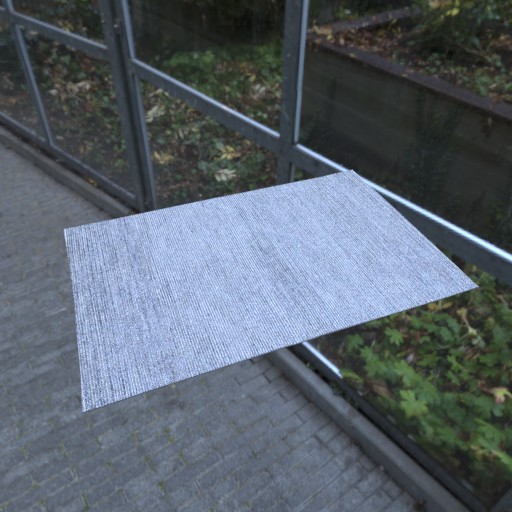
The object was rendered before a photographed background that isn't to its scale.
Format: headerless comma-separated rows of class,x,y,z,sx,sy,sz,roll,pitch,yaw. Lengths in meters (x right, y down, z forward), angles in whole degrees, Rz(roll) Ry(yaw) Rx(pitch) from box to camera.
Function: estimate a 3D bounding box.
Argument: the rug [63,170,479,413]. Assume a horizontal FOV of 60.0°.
rug,0.000,0.000,2.227,1.789,0.021,1.159,-14,43,-16
